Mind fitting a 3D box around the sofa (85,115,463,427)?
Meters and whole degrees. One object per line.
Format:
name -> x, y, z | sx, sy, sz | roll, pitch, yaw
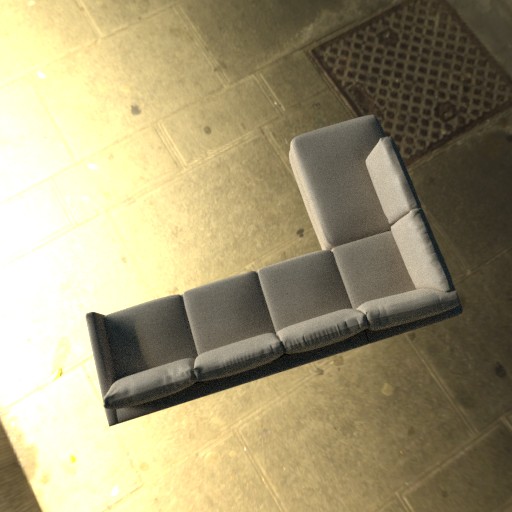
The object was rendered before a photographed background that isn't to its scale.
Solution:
sofa -> 0.000, 0.000, 3.150 | 2.423, 0.703, 1.617 | -17, 77, -4
